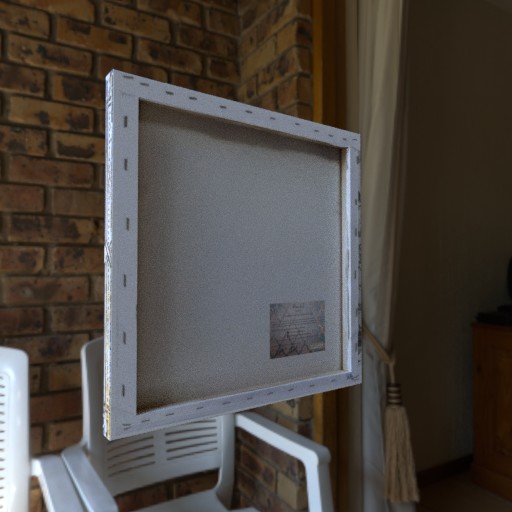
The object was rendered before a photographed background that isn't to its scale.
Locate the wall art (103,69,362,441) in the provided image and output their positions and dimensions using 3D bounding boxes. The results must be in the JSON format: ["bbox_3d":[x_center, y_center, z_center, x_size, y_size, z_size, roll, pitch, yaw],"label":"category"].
[{"bbox_3d":[0.000,0.000,0.914,0.609,0.607,0.036,1,-2,-36],"label":"wall art"}]
